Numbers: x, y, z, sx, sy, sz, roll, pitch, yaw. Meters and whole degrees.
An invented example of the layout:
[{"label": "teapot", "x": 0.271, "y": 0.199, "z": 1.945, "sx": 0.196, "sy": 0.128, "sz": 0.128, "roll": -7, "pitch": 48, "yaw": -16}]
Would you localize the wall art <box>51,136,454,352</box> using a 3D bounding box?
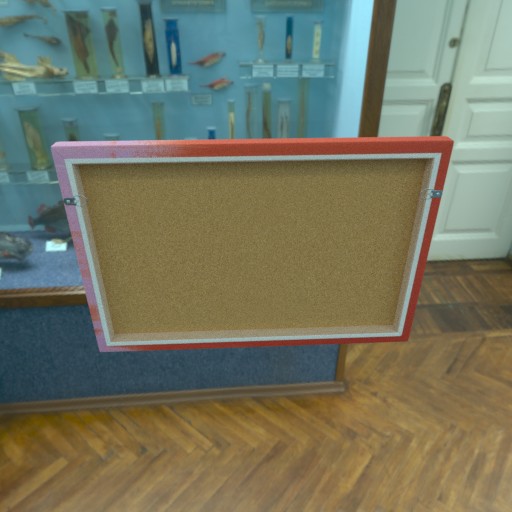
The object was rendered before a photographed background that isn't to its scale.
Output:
[{"label": "wall art", "x": 0.000, "y": 0.000, "z": 1.166, "sx": 0.913, "sy": 0.609, "sz": 0.040, "roll": -1, "pitch": 31, "yaw": -2}]
